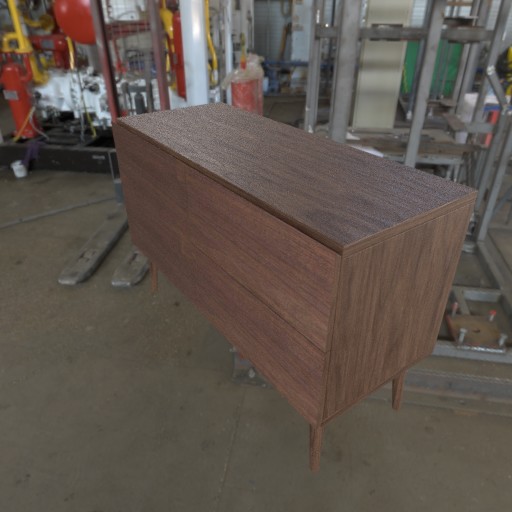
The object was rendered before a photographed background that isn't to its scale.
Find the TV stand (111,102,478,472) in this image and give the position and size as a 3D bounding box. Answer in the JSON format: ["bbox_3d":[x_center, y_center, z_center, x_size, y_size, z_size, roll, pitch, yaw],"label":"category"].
[{"bbox_3d":[0.000,0.000,1.316,0.405,0.660,0.990,-21,37,-30],"label":"TV stand"}]
